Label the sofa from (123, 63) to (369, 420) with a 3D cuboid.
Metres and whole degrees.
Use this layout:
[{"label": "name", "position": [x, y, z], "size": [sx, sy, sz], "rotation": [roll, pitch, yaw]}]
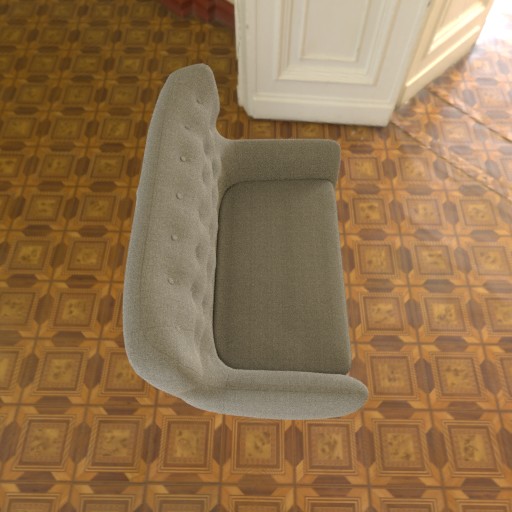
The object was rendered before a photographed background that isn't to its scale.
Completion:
[{"label": "sofa", "position": [0.000, 0.000, 2.021], "size": [0.884, 1.028, 1.386], "rotation": [0, 61, 0]}]
